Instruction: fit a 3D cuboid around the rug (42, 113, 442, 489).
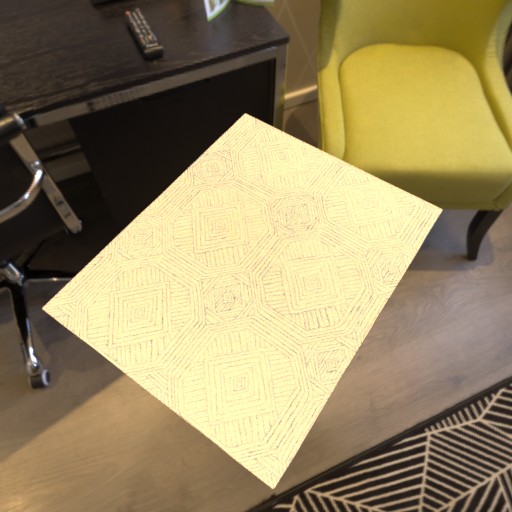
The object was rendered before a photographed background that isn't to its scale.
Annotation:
[{"bbox_3d":[0.000,0.000,4.171,2.457,0.015,3.049,31,64,17],"label":"rug"}]
